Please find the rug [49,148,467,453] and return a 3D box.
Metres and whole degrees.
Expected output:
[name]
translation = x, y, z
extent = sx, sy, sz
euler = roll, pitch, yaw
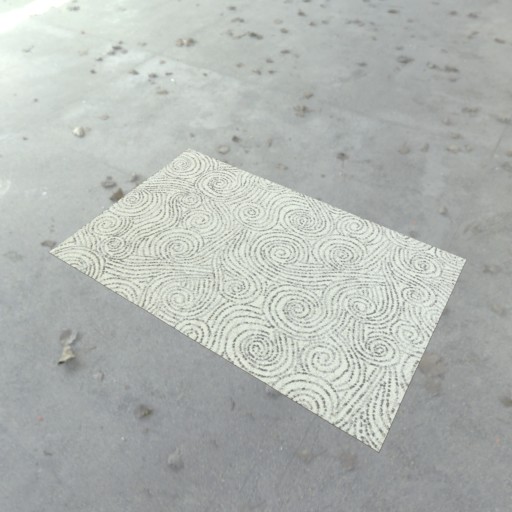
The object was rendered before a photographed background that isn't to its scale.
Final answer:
[rug]
translation = 0.000, 0.000, 3.044
extent = 2.439, 0.005, 1.524
euler = 26, 52, 22
